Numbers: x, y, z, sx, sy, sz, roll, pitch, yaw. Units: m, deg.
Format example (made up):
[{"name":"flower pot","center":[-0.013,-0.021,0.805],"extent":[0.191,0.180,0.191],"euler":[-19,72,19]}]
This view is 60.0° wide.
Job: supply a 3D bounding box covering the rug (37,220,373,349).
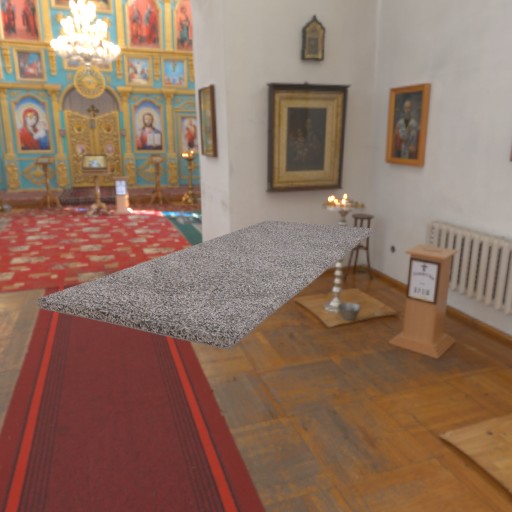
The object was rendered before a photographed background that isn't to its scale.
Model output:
[{"name":"rug","center":[0.000,0.000,1.753],"extent":[0.609,0.030,1.524],"euler":[7,15,25]}]
